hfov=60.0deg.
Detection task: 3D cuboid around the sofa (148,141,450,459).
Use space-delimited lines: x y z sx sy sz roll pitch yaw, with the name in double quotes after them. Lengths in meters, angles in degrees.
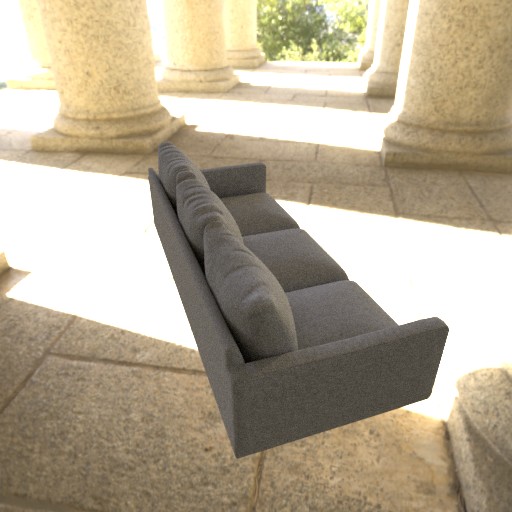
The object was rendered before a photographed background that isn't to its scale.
0.000 0.000 2.384 0.850 0.830 2.000 -10 32 -17 "sofa"
